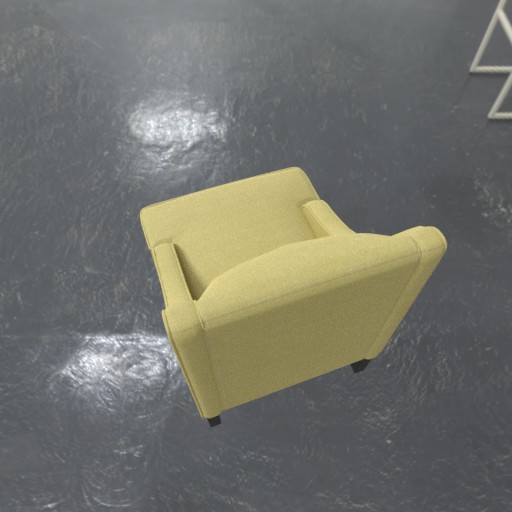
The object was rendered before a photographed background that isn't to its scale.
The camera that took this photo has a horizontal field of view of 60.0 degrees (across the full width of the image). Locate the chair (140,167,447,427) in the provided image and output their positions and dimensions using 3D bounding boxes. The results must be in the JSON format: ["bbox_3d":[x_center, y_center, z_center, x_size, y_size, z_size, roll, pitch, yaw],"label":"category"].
[{"bbox_3d":[0.000,0.000,1.540,0.696,0.896,0.814,-17,58,-11],"label":"chair"}]
